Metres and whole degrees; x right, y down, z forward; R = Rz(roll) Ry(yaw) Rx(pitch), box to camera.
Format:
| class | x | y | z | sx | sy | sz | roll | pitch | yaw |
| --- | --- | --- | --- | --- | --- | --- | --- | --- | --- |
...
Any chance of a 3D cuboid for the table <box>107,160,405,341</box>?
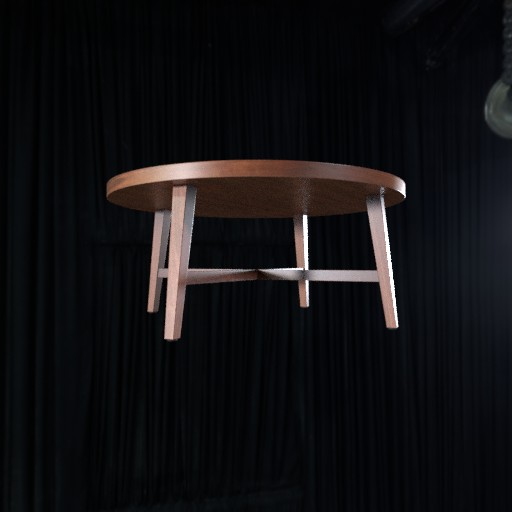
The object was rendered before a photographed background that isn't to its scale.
| class | x | y | z | sx | sy | sz | roll | pitch | yaw |
| --- | --- | --- | --- | --- | --- | --- | --- | --- | --- |
| table | 0.000 | 0.000 | 1.252 | 0.800 | 0.360 | 0.800 | 0 | -1 | 0 |
